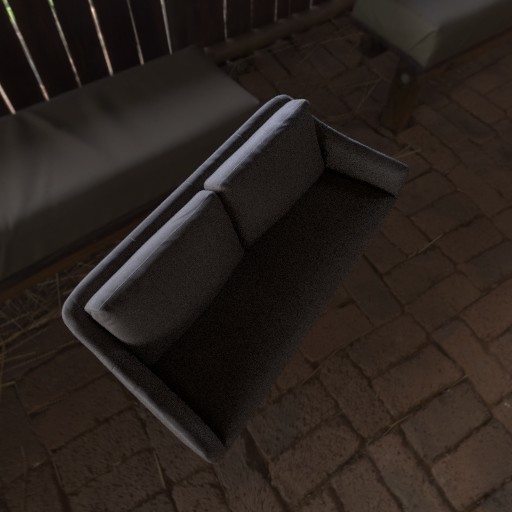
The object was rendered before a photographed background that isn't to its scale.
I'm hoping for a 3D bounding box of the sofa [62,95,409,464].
[{"bbox_3d":[0.000,0.000,2.568,0.960,0.902,2.036,31,63,18],"label":"sofa"}]
